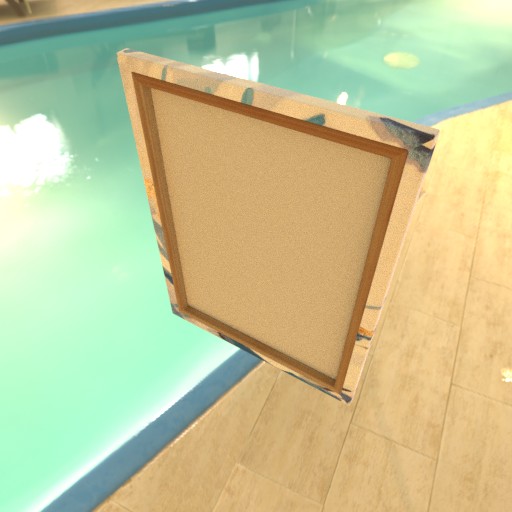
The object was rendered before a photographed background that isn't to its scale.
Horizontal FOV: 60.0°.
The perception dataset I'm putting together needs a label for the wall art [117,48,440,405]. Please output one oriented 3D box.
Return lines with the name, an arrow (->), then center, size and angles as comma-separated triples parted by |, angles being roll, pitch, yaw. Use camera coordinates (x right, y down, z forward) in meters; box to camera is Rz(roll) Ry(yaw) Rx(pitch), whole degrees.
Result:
wall art -> 0.000, 0.000, 1.291 | 0.761, 1.015, 0.038 | 23, 50, 21
